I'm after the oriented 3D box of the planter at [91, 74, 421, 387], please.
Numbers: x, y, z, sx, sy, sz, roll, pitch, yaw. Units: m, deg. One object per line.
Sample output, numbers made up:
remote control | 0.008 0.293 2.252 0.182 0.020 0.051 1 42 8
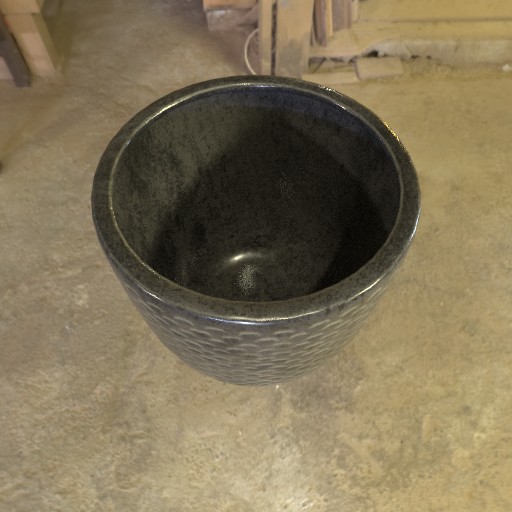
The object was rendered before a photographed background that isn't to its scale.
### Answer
planter | 0.000 0.000 0.241 0.140 0.129 0.140 0 57 0
